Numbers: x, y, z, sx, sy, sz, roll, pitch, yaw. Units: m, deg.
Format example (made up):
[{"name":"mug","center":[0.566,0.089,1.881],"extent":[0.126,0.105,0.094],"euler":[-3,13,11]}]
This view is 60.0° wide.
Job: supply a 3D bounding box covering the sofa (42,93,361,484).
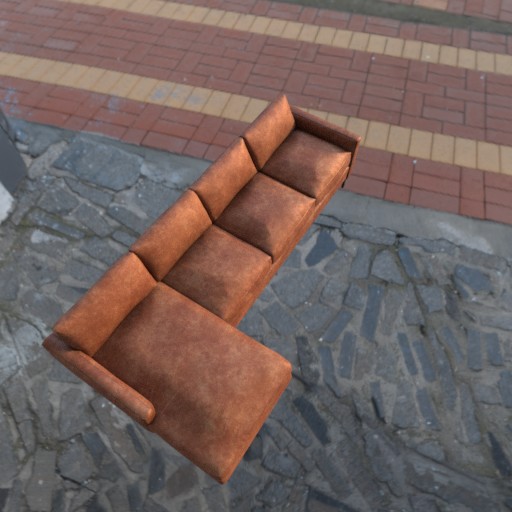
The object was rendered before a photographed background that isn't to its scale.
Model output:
[{"name":"sofa","center":[0.000,0.000,3.572],"extent":[1.471,0.859,2.993],"euler":[29,62,17]}]
